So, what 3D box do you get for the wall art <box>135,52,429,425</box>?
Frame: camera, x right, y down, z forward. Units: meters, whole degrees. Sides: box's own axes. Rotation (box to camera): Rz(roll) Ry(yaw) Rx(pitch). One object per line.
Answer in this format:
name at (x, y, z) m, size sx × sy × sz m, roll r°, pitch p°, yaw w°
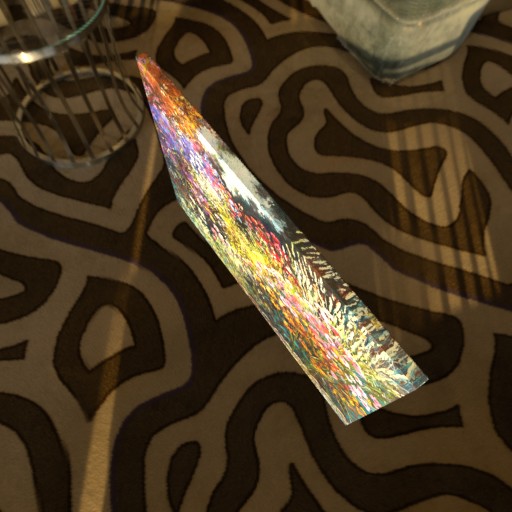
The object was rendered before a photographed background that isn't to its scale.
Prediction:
wall art at (0.000, 0.000, 1.415) m, size 0.042 × 0.760 × 1.136 m, roll -33°, pitch 68°, yaw -15°
